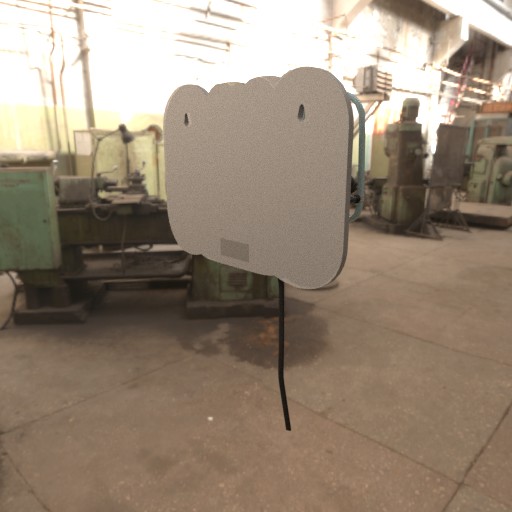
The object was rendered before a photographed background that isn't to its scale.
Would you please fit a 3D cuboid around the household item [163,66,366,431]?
[{"bbox_3d":[0.000,0.000,0.393,0.042,0.294,0.211,-14,20,-43],"label":"household item"}]
